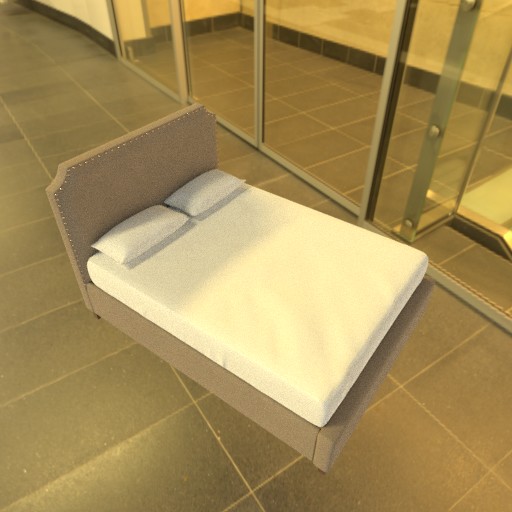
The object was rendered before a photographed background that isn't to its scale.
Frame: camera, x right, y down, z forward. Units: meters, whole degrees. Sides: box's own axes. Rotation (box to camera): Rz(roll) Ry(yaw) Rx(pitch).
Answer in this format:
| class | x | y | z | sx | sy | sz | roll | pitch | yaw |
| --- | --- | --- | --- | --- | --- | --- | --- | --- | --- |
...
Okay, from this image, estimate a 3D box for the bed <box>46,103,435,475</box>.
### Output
| class | x | y | z | sx | sy | sz | roll | pitch | yaw |
| --- | --- | --- | --- | --- | --- | --- | --- | --- | --- |
| bed | 0.000 | 0.000 | 3.373 | 2.329 | 1.415 | 1.703 | 25 | 46 | 27 |
